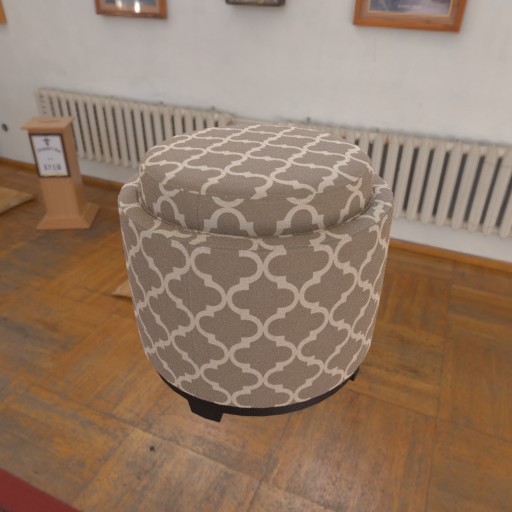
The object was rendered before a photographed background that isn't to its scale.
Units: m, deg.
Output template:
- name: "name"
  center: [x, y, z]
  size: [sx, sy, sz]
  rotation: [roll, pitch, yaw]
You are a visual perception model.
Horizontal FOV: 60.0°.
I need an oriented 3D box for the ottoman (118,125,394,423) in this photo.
- name: "ottoman"
  center: [0.000, 0.000, 0.854]
  size: [0.480, 0.429, 0.480]
  rotation: [0, 30, 0]
